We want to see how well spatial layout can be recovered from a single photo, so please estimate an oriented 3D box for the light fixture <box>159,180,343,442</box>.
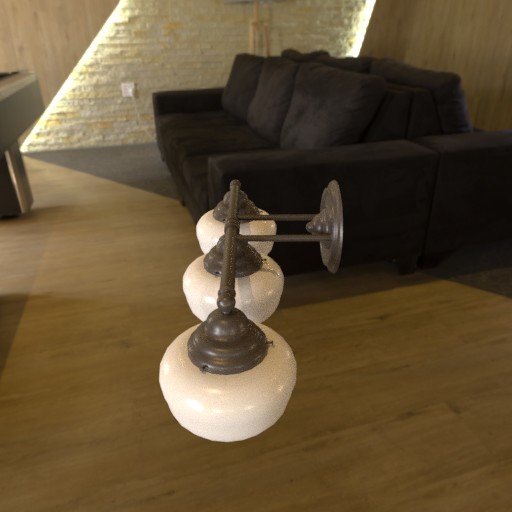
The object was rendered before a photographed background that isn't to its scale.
[{"bbox_3d":[0.000,0.000,0.705,0.239,0.242,0.587,0,27,-1],"label":"light fixture"}]
